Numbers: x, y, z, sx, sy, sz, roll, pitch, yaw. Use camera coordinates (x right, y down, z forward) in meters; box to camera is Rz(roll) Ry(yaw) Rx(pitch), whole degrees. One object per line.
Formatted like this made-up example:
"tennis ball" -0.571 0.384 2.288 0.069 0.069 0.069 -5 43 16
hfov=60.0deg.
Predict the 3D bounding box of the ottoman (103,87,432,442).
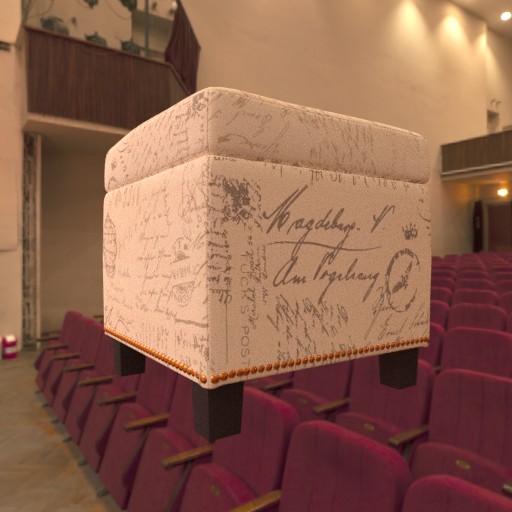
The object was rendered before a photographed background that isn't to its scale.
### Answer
"ottoman" 0.000 0.000 0.826 0.450 0.457 0.449 0 1 -34
